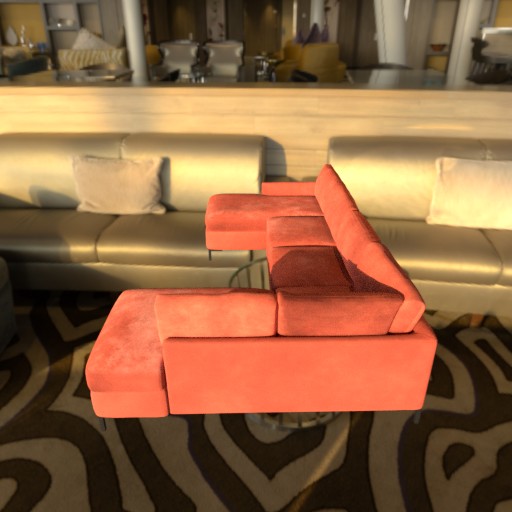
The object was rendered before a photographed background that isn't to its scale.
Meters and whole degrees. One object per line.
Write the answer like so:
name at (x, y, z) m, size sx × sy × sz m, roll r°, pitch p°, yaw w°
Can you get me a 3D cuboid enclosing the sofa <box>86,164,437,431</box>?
sofa at (0.000, 0.000, 3.770) m, size 1.981 × 0.858 × 2.971 m, roll 0°, pitch 27°, yaw -1°
